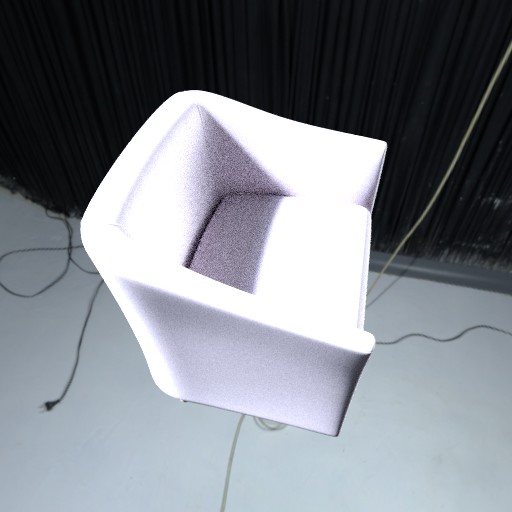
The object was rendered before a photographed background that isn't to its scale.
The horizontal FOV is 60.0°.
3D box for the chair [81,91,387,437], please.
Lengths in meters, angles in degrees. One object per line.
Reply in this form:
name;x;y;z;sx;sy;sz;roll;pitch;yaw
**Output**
chair;0.000;0.000;1.375;0.700;0.720;0.790;10;48;9
